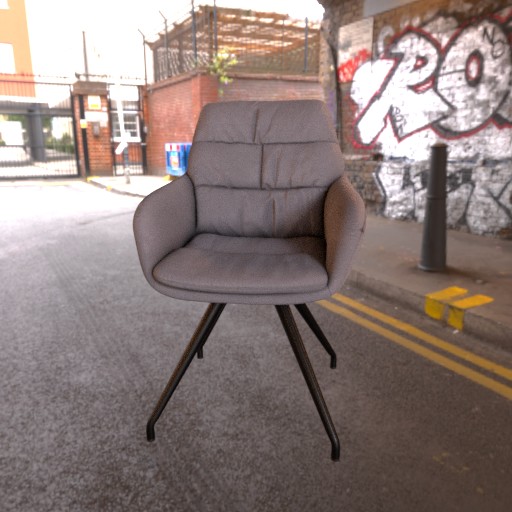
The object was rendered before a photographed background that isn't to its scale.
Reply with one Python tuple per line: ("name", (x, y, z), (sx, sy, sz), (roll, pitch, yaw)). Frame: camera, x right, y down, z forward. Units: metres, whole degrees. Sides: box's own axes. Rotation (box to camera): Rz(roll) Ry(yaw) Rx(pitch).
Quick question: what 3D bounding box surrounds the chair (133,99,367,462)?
("chair", (0.000, 0.000, 1.267), (0.579, 0.888, 0.569), (2, 14, 9))
